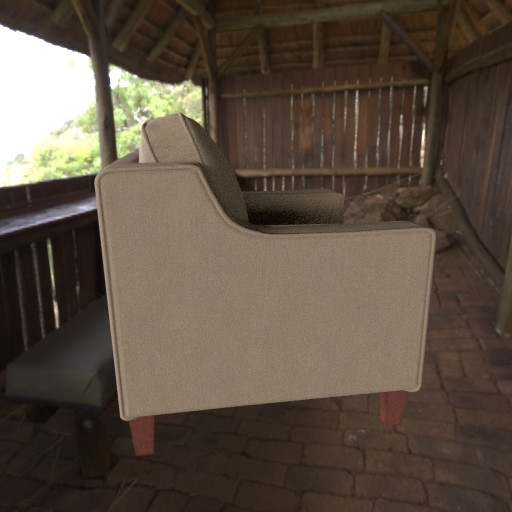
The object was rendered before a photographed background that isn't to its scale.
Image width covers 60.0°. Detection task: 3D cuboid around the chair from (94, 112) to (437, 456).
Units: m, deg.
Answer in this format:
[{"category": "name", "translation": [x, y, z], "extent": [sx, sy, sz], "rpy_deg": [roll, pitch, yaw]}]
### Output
[{"category": "chair", "translation": [0.000, 0.000, 1.583], "extent": [0.909, 0.960, 0.831], "rpy_deg": [-3, 16, -10]}]
